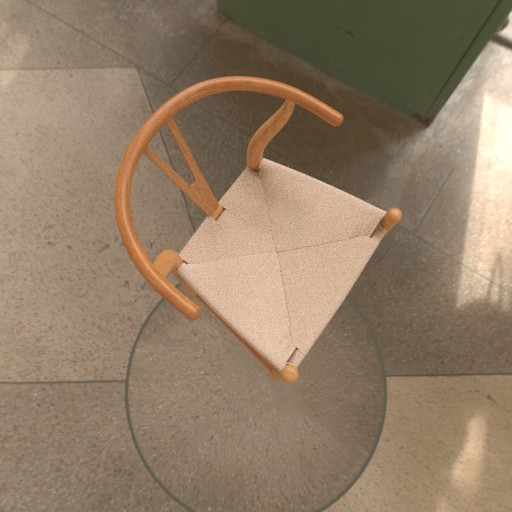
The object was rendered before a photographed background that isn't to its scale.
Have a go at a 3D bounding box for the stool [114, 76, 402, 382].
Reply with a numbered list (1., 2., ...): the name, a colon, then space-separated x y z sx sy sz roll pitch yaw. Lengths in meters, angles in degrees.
1. stool: 0.000 0.000 1.364 0.579 0.970 0.569 34 77 9
